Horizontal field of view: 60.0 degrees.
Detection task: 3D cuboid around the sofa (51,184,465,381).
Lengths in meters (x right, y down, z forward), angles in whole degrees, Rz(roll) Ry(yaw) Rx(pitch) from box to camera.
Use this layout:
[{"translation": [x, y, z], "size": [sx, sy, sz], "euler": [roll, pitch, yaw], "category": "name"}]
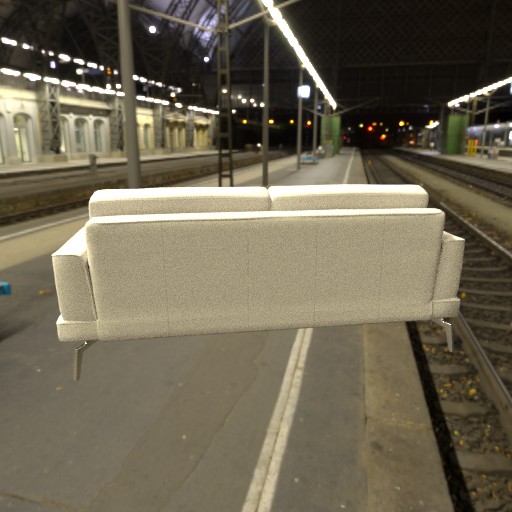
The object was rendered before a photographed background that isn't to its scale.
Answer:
[{"translation": [0.000, 0.000, 2.753], "size": [2.177, 0.930, 1.121], "euler": [-2, 15, -9], "category": "sofa"}]
